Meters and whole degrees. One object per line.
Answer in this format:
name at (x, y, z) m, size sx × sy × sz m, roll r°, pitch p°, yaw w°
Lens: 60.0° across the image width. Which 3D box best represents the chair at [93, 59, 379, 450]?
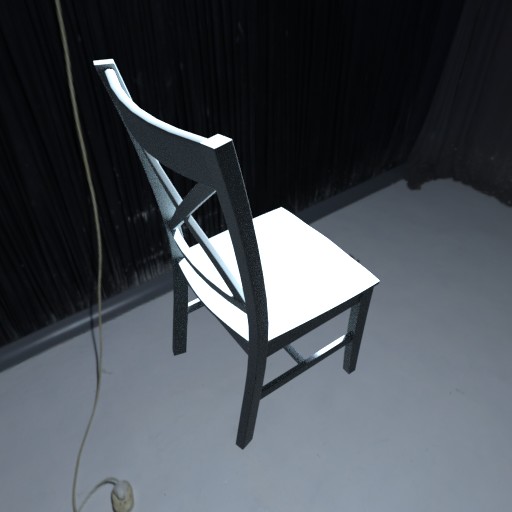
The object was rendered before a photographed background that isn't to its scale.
chair at (0.000, 0.000, 1.207) m, size 0.542 × 0.983 × 0.485 m, roll -25°, pitch 46°, yaw -26°
